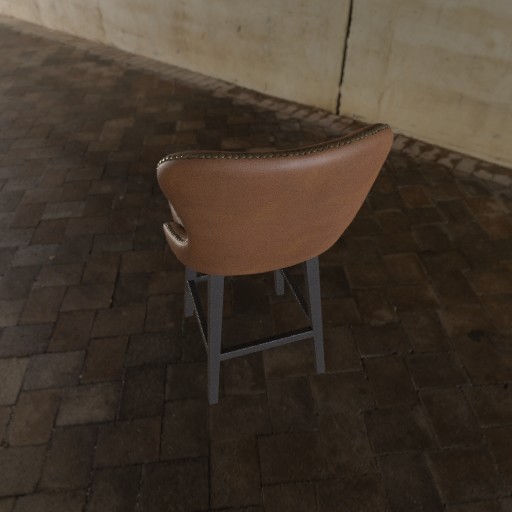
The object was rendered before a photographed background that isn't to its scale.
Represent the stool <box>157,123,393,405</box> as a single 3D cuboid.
[{"bbox_3d":[0.000,0.000,1.345,0.528,0.971,0.593,-12,42,-14],"label":"stool"}]
